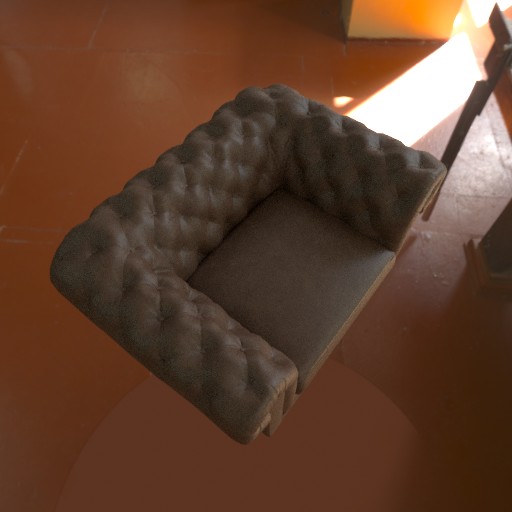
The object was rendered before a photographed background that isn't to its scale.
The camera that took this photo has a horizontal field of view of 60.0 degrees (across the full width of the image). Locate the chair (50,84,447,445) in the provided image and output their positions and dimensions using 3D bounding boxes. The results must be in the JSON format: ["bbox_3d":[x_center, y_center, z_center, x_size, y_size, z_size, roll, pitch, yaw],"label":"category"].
[{"bbox_3d":[0.000,0.000,1.862,0.954,0.784,1.298,33,63,19],"label":"chair"}]
